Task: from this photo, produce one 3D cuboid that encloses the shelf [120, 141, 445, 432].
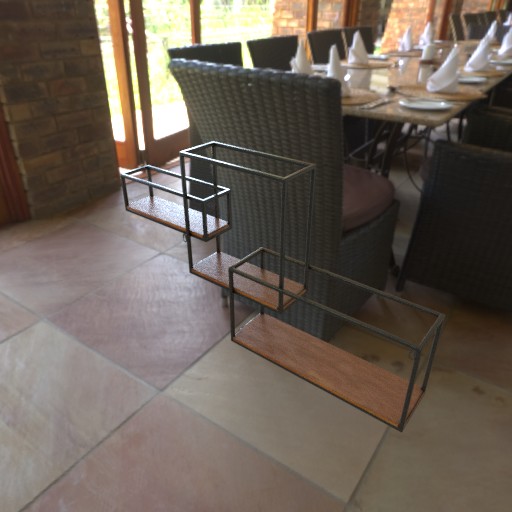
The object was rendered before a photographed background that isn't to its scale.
[{"bbox_3d":[0.000,0.000,2.203,1.781,0.972,0.275,21,36,33],"label":"shelf"}]
